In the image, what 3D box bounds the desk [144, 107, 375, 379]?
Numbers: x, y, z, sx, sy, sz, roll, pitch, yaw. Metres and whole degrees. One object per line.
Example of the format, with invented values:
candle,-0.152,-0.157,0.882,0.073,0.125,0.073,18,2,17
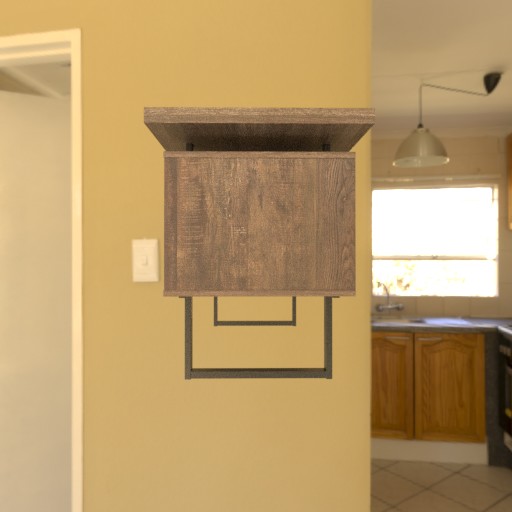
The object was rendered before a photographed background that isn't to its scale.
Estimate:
desk,0.000,0.000,1.909,0.600,0.760,1.524,0,0,-1
